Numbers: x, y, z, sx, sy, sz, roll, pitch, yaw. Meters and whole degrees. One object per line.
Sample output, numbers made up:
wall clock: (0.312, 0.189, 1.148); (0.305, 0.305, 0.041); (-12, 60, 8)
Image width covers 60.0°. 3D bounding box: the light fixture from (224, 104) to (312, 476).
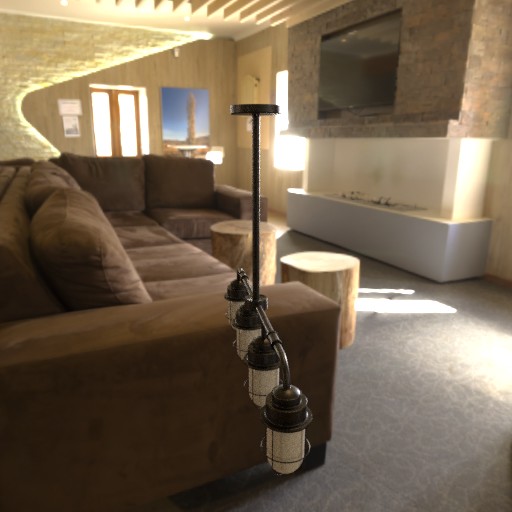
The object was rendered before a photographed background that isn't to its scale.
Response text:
light fixture: (0.000, 0.000, 1.221); (0.131, 0.785, 0.852); (-3, 15, -9)
